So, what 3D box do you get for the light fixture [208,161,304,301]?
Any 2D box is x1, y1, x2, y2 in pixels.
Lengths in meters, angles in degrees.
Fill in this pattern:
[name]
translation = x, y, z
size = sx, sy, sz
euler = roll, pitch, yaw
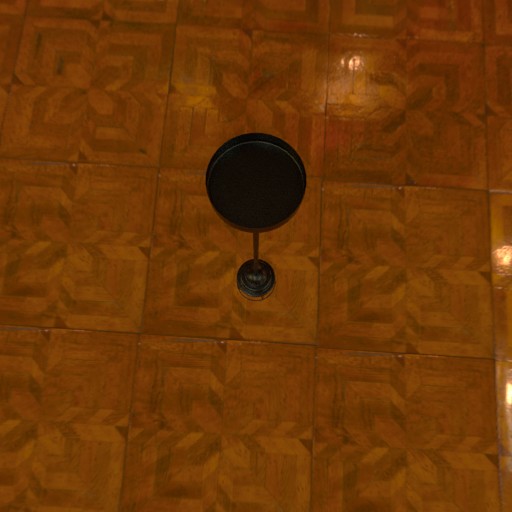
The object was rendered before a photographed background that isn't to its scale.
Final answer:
[light fixture]
translation = 0.000, 0.000, 0.989
size = 0.123, 0.920, 0.123
euler = 6, 78, 1
